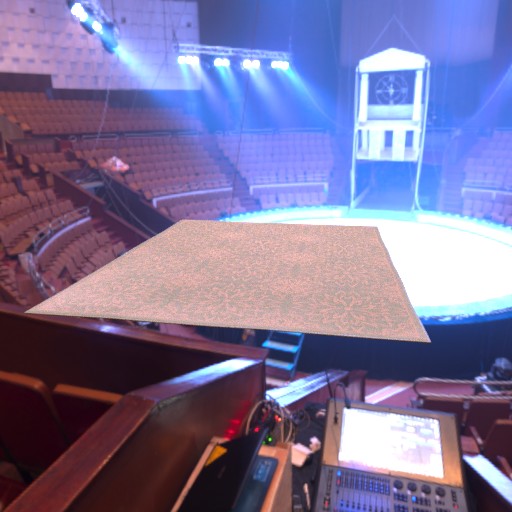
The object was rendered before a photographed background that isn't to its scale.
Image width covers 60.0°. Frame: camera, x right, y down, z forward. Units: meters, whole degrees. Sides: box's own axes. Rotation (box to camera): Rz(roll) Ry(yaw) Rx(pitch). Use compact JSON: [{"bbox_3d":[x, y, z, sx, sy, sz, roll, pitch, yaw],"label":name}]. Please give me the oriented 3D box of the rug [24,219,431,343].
[{"bbox_3d":[0.000,0.000,3.920,2.363,0.012,2.980,3,16,9],"label":"rug"}]
